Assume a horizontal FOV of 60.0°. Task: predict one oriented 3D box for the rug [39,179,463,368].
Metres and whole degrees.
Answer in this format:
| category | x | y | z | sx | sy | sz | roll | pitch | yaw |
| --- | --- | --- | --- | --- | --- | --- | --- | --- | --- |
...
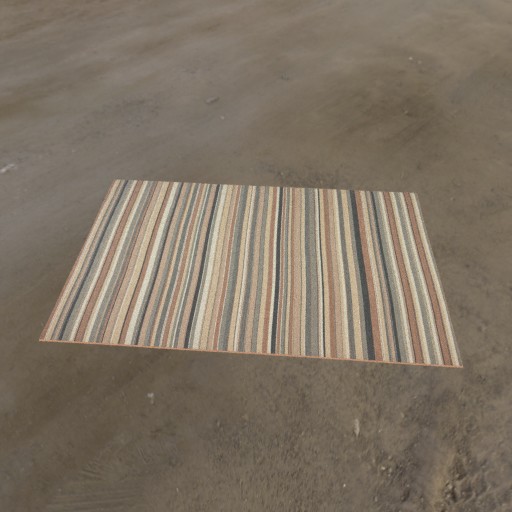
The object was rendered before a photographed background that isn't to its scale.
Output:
| category | x | y | z | sx | sy | sz | roll | pitch | yaw |
| --- | --- | --- | --- | --- | --- | --- | --- | --- | --- |
| rug | 0.000 | 0.000 | 3.049 | 2.438 | 0.014 | 1.523 | 3 | 47 | 3 |
